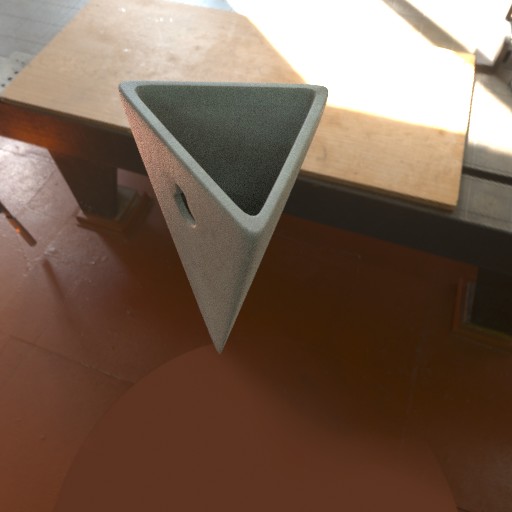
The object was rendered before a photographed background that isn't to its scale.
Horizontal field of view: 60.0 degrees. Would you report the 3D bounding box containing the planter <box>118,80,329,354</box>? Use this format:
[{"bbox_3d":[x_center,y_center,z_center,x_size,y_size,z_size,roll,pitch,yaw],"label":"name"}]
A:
[{"bbox_3d":[0.000,0.000,0.277,0.081,0.224,0.101,-32,63,-18],"label":"planter"}]
